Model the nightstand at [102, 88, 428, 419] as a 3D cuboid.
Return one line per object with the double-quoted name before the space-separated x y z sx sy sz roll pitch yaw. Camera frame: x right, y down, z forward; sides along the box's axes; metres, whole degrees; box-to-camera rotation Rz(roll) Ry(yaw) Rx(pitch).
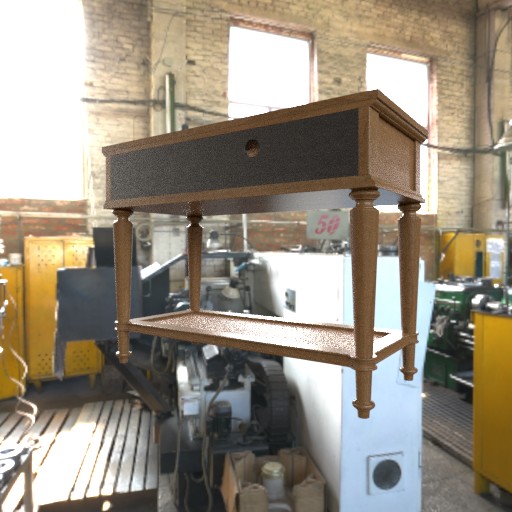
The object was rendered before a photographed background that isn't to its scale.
"nightstand" 0.000 0.000 1.351 0.914 0.700 0.432 1 1 35
